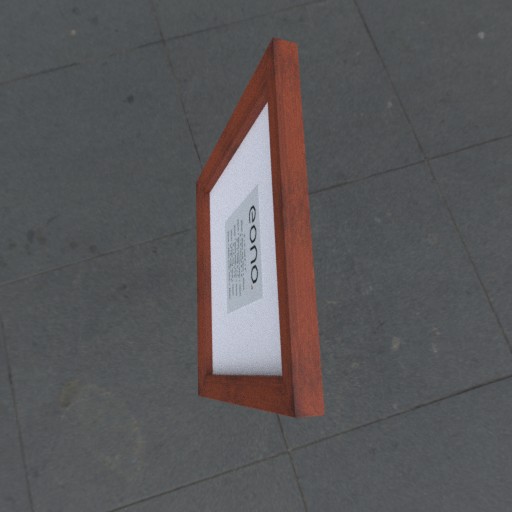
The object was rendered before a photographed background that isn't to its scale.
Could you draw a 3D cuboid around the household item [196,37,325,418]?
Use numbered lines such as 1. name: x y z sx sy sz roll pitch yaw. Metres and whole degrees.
1. household item: 0.000 0.000 0.383 0.131 0.240 0.240 -2 76 -1
